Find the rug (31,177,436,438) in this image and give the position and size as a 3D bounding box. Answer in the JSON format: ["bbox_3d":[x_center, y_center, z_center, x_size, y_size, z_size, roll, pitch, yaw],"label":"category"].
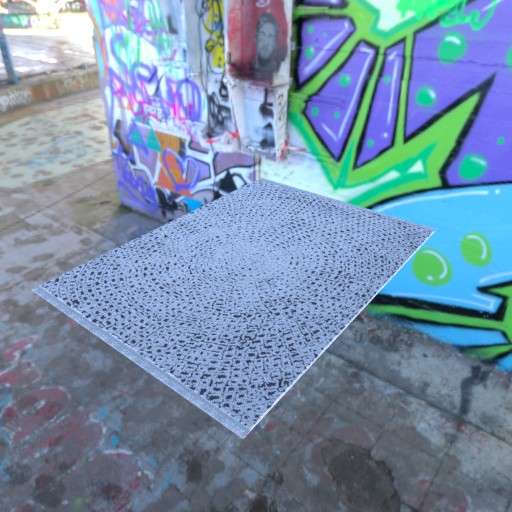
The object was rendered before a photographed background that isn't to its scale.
[{"bbox_3d":[0.000,0.000,2.151,1.190,0.003,1.634,22,38,32],"label":"rug"}]
